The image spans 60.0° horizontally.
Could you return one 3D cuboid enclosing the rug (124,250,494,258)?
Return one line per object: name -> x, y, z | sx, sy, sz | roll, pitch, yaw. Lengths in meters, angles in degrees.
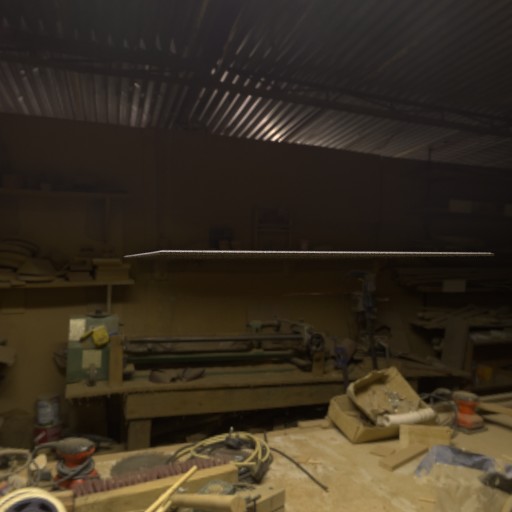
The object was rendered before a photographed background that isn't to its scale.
rug -> 0.000, 0.000, 2.304 | 1.224, 0.012, 1.847 | 0, -1, -20
